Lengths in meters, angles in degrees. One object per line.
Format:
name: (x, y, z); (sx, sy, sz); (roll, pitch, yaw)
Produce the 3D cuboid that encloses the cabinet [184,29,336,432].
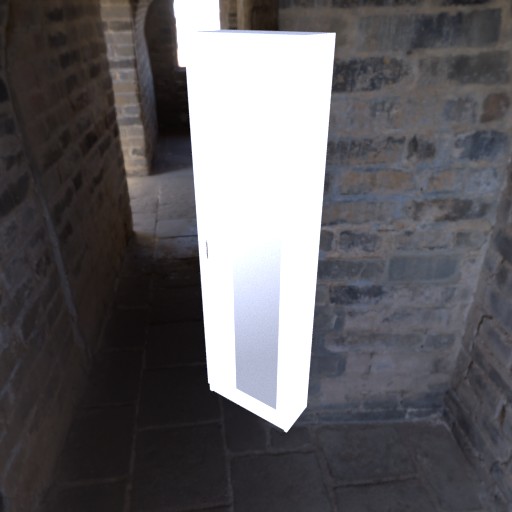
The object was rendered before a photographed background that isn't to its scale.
cabinet: (0.000, 0.000, 1.985); (0.500, 1.790, 0.230); (19, 34, 30)
